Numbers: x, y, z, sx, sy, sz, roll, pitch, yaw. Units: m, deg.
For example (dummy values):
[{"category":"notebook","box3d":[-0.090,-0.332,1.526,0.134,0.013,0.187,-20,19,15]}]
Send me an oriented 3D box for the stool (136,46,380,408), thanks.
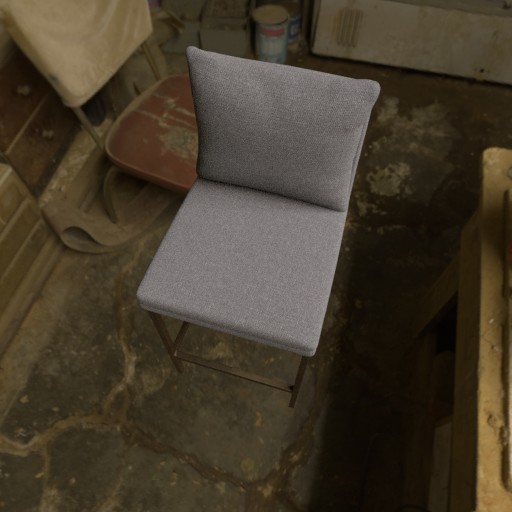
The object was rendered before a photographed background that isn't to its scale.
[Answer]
[{"category":"stool","box3d":[0.000,0.000,1.310,0.463,1.031,0.569,14,59,9]}]
